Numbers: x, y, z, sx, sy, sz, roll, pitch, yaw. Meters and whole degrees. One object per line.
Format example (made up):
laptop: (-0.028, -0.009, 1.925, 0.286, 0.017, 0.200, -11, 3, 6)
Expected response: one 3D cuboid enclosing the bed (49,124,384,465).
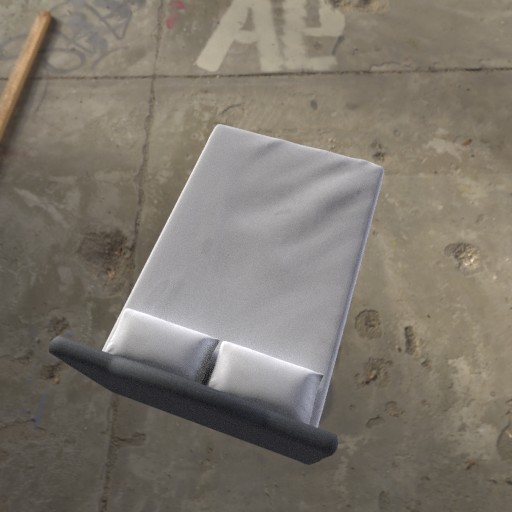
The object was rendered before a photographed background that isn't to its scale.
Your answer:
bed: (0.000, 0.000, 3.468, 1.747, 1.441, 2.507, 17, 64, 8)
